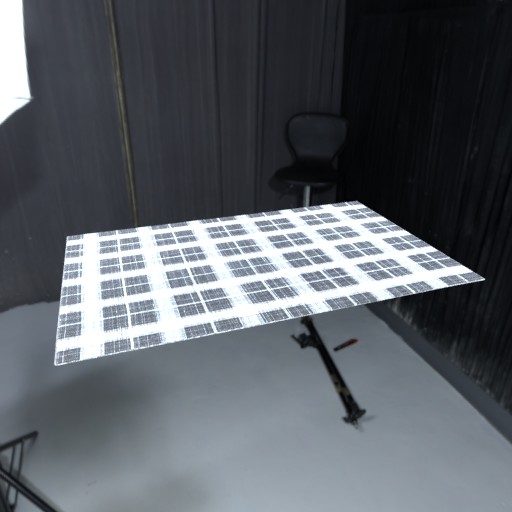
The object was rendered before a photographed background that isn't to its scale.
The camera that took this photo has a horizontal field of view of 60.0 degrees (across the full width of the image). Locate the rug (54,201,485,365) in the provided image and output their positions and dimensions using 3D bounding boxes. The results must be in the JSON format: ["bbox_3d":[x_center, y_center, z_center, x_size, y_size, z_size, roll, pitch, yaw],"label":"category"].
[{"bbox_3d":[0.000,0.000,2.980,2.434,0.015,1.520,-9,27,-17],"label":"rug"}]
